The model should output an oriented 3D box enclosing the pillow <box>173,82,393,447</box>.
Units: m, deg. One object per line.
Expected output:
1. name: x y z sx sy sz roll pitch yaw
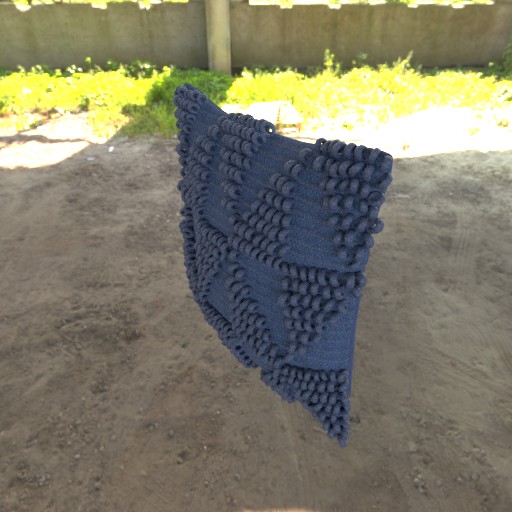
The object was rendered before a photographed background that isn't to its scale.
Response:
1. pillow: 0.000 0.000 0.715 0.172 0.466 0.469 -20 37 -30
